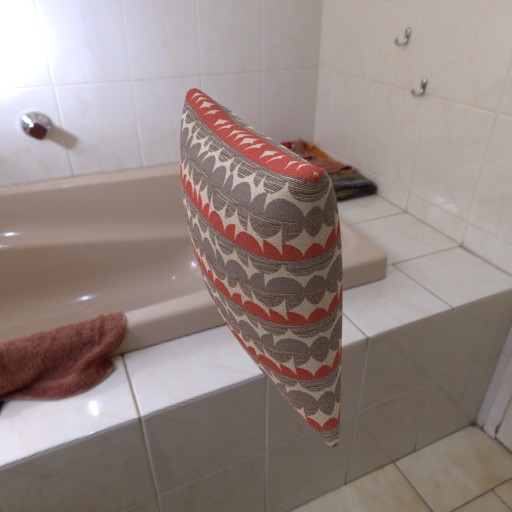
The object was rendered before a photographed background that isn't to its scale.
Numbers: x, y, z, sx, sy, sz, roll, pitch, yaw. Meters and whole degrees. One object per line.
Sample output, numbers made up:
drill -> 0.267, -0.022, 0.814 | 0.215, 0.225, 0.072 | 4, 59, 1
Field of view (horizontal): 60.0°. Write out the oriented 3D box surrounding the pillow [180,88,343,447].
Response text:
pillow -> 0.000, 0.000, 0.658 | 0.180, 0.410, 0.420 | -12, 33, -19
